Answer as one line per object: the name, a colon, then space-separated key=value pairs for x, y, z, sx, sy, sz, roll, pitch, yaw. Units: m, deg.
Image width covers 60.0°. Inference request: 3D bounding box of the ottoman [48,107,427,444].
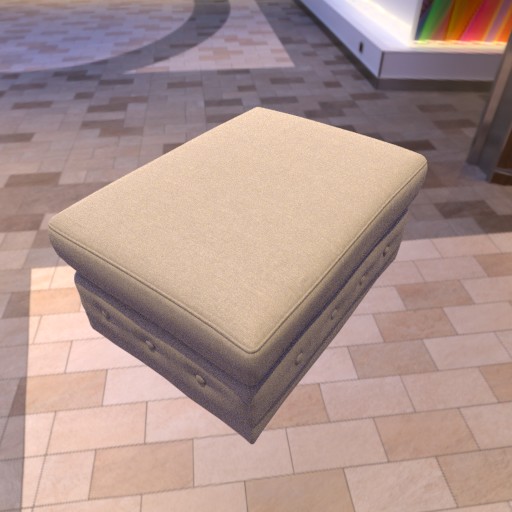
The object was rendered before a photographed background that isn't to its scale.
ottoman: x=0.000 y=0.000 z=1.156 sx=0.569 sy=0.500 sz=0.771 roll=26 pitch=47 yaw=27
